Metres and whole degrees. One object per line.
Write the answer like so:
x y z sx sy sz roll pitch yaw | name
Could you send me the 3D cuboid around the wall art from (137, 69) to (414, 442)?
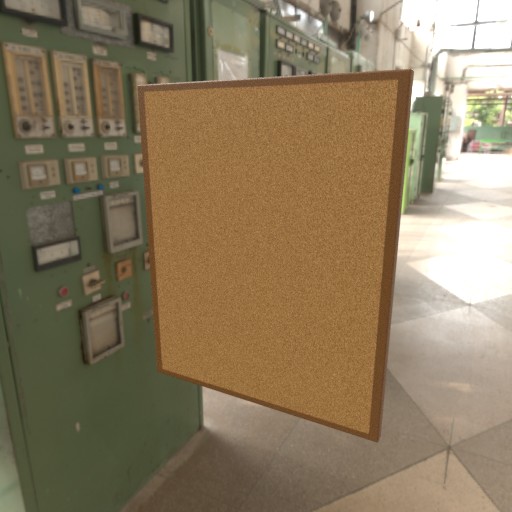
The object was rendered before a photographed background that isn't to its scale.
0.000 0.000 0.736 0.449 0.550 0.021 8 18 27 | wall art
